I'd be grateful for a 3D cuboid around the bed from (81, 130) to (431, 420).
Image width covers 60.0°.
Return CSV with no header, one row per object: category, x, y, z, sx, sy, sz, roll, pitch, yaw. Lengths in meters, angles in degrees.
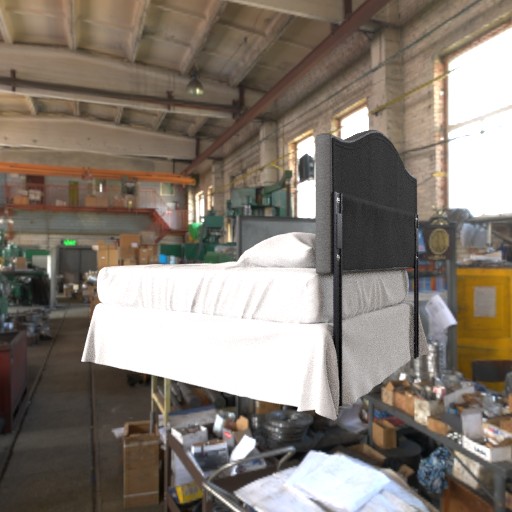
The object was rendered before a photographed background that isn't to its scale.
bed,0.000,0.000,3.538,2.221,1.645,1.876,0,0,36
